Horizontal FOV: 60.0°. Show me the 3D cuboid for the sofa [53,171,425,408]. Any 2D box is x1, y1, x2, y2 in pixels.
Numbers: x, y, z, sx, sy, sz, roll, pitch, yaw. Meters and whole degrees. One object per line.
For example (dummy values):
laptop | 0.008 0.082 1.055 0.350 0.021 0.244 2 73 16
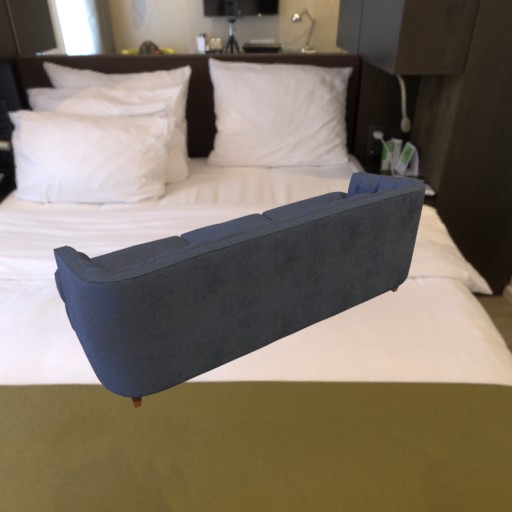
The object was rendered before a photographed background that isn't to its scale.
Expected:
sofa | 0.000 0.000 2.824 2.278 0.855 0.941 -18 35 -28
